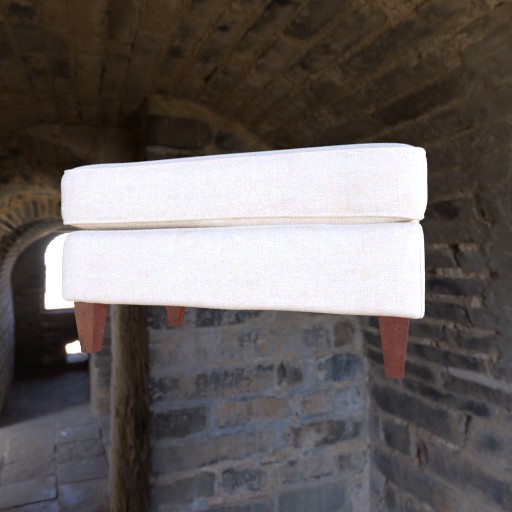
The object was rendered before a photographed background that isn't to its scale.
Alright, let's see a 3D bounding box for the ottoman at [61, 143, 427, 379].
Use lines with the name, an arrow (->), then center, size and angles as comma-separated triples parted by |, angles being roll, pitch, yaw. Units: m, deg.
ottoman -> 0.000, 0.000, 1.215 | 0.862, 0.484, 0.583 | 0, 0, 19
